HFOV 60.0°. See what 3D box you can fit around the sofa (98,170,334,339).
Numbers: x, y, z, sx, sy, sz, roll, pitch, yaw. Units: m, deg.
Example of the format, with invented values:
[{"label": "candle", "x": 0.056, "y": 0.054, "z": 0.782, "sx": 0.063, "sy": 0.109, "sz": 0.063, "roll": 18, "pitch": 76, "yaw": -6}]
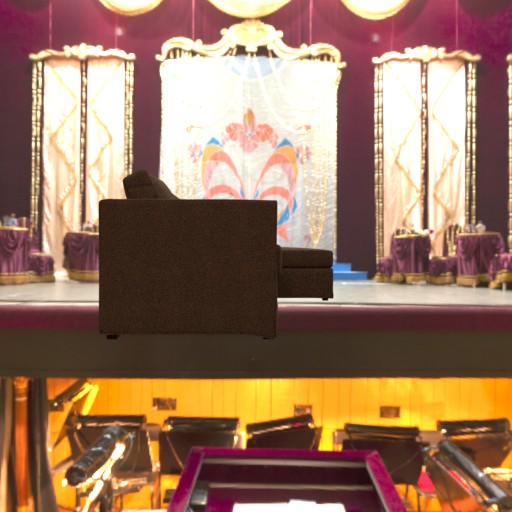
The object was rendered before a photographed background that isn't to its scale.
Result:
[{"label": "sofa", "x": 0.000, "y": 0.000, "z": 3.861, "sx": 1.650, "sy": 0.922, "sz": 3.205, "roll": 0, "pitch": 0, "yaw": 0}]
